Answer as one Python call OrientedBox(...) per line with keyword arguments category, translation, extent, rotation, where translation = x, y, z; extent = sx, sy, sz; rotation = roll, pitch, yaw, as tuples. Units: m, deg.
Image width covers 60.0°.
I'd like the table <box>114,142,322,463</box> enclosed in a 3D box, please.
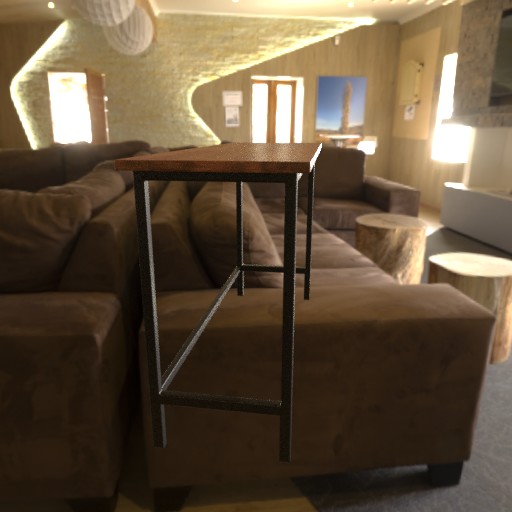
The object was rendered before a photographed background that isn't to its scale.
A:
OrientedBox(category="table", translation=(0.000, 0.000, 1.565), extent=(0.408, 0.740, 1.204), rotation=(3, 16, 9))
